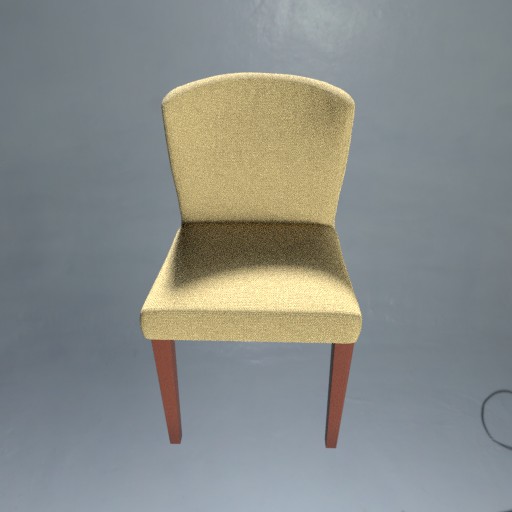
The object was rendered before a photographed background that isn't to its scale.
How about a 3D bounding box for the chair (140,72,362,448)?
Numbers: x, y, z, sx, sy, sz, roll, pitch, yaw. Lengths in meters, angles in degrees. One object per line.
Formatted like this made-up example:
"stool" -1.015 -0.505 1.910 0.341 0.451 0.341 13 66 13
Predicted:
"chair" 0.000 0.000 1.180 0.491 0.839 0.589 1 30 2
